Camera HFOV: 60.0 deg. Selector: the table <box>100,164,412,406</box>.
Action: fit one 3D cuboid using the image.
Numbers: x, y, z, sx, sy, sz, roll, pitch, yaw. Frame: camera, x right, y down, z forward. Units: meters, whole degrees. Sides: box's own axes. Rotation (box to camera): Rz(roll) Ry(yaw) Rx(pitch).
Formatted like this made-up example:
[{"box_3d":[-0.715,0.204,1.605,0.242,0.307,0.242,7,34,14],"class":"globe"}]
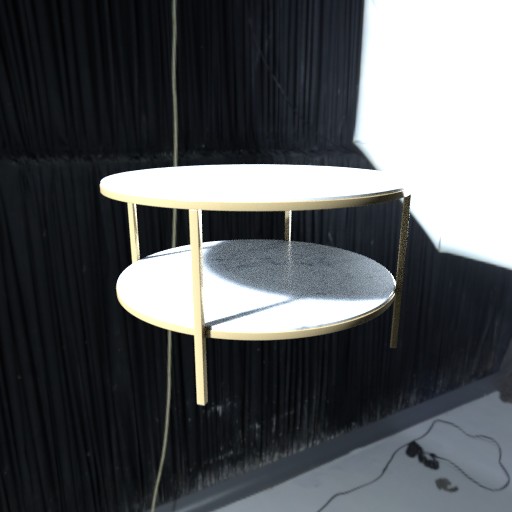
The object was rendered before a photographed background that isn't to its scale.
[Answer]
[{"box_3d":[0.000,0.000,1.258,0.800,0.450,0.800,0,16,0],"class":"table"}]
